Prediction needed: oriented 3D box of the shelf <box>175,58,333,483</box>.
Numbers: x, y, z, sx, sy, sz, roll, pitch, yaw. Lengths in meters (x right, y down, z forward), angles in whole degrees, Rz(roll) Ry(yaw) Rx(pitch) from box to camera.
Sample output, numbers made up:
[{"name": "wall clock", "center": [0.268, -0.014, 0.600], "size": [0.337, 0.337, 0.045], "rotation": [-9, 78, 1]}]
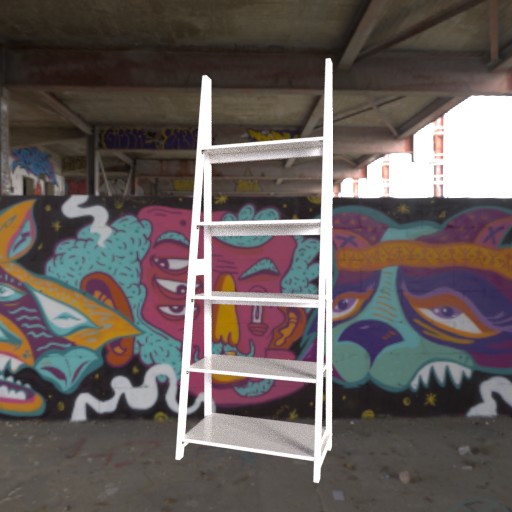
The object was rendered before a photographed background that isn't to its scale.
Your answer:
[{"name": "shelf", "center": [0.000, 0.000, 1.995], "size": [0.636, 1.779, 0.341], "rotation": [0, 0, 18]}]
